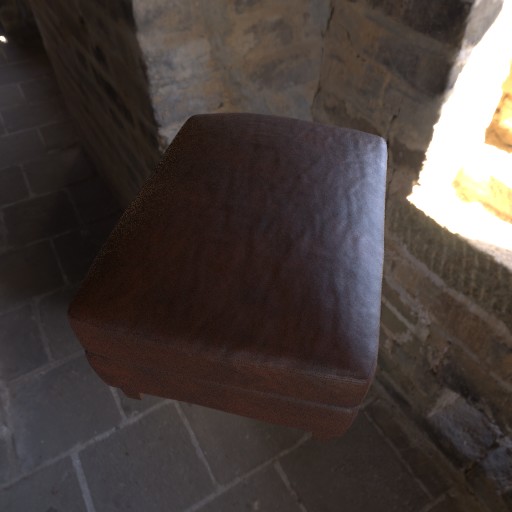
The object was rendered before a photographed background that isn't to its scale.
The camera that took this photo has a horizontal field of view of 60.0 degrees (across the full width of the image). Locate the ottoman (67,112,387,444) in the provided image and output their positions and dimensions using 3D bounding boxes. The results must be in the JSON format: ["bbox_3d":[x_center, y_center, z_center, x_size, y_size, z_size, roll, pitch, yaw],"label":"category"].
[{"bbox_3d":[0.000,0.000,1.271,0.659,0.527,0.887,9,48,9],"label":"ottoman"}]
